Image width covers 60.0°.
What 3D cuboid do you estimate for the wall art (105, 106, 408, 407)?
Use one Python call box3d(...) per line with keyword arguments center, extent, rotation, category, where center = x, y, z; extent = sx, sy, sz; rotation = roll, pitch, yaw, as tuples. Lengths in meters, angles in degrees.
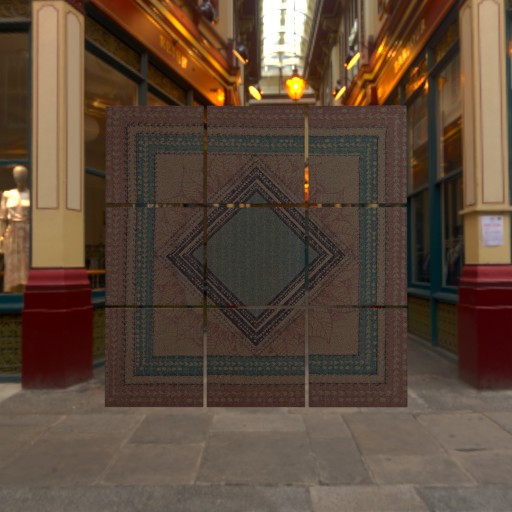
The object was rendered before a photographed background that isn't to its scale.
box3d(center=(0.000, 0.000, 2.250), extent=(1.527, 1.525, 0.014), rotation=(0, -1, 0), category="wall art")
